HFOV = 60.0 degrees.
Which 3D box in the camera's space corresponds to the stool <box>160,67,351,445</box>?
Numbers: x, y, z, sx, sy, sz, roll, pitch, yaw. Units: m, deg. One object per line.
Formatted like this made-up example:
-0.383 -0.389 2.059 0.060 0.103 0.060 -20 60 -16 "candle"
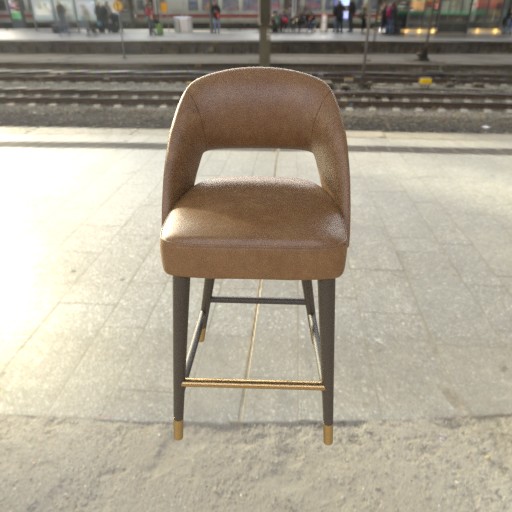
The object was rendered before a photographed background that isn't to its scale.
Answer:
0.000 0.000 1.254 0.494 0.940 0.509 1 29 2 "stool"
